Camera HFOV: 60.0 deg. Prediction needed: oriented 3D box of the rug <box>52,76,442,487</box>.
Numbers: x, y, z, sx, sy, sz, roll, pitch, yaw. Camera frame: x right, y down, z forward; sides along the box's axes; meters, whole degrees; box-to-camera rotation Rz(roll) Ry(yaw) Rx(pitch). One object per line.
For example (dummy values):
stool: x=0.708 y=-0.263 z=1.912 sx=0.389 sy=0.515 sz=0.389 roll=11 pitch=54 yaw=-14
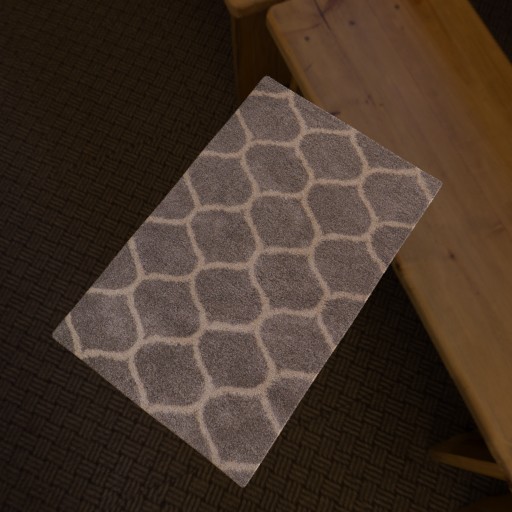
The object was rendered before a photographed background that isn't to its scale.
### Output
rug: x=0.000 y=0.000 z=2.924 sx=1.501 sy=0.025 sz=2.348 roll=35 pitch=77 yaw=9
